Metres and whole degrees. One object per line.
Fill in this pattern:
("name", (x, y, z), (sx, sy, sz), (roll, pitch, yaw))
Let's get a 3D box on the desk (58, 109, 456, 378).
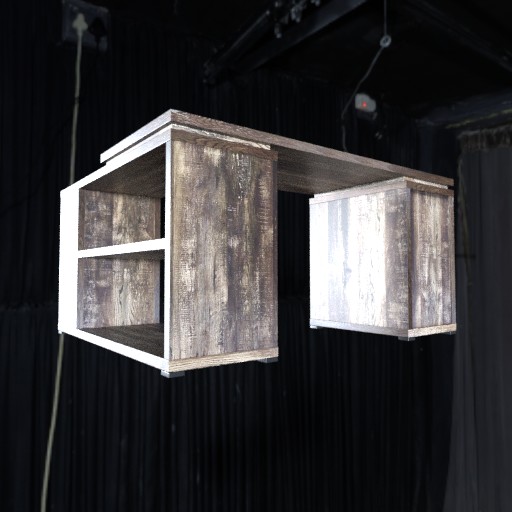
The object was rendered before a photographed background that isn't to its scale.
("desk", (0.000, 0.000, 2.175), (1.524, 0.753, 1.200), (2, -3, -37))
